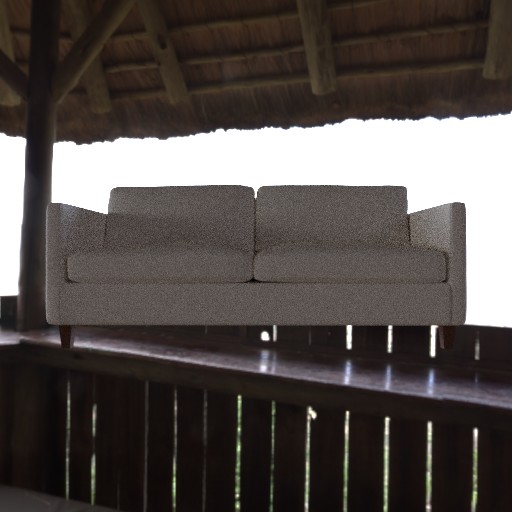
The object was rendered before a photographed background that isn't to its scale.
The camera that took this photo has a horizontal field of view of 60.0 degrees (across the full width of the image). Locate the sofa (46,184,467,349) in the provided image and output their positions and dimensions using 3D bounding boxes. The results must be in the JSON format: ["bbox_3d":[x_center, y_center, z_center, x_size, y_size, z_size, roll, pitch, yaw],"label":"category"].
[{"bbox_3d":[0.000,0.000,2.648,2.139,0.933,0.924,0,0,1],"label":"sofa"}]
